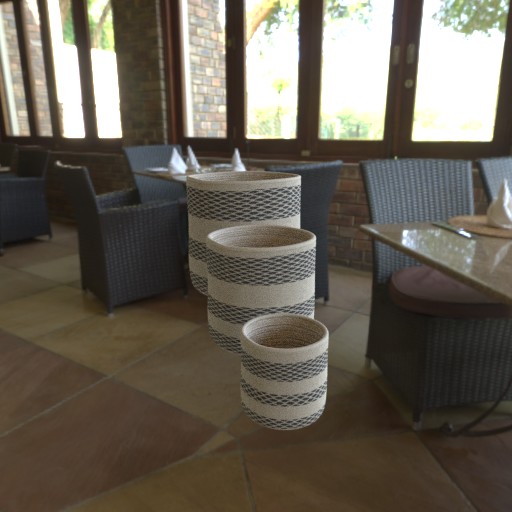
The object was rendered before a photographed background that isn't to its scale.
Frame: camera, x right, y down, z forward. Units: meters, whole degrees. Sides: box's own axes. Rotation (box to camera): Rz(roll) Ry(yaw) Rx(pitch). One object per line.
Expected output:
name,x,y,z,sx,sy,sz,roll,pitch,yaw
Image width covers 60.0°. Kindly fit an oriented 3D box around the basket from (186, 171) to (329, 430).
basket,0.000,0.000,1.121,0.351,0.356,0.917,-2,16,-7
